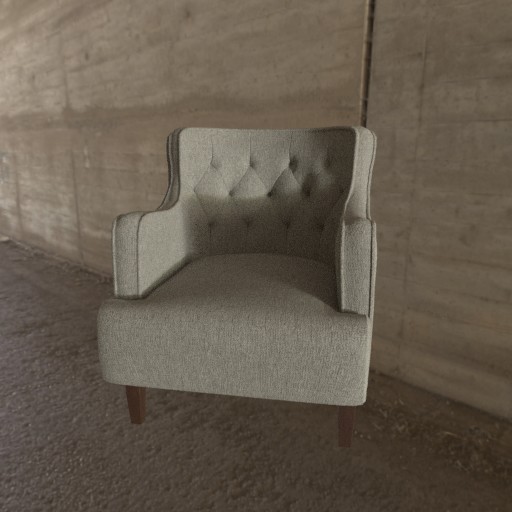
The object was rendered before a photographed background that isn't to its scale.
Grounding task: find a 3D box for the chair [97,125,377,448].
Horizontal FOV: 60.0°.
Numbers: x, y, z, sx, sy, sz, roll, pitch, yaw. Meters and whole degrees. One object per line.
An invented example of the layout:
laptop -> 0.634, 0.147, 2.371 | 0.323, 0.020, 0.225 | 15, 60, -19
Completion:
chair -> 0.000, 0.000, 1.574 | 0.820, 0.920, 0.910 | 2, 14, 10
